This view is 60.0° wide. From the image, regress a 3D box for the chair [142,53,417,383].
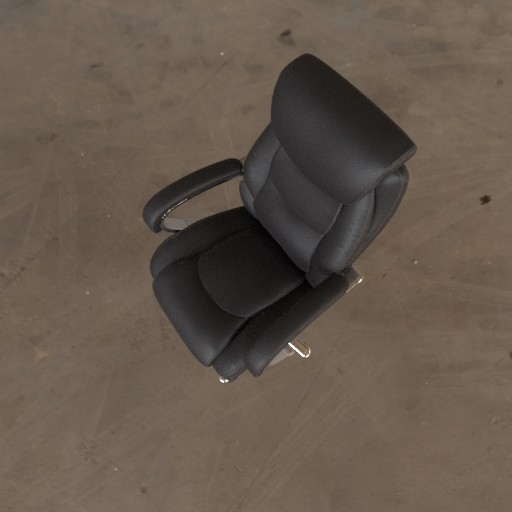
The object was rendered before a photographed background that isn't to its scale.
[{"bbox_3d":[0.000,0.000,1.696,0.790,1.183,0.755,-33,68,-15],"label":"chair"}]
